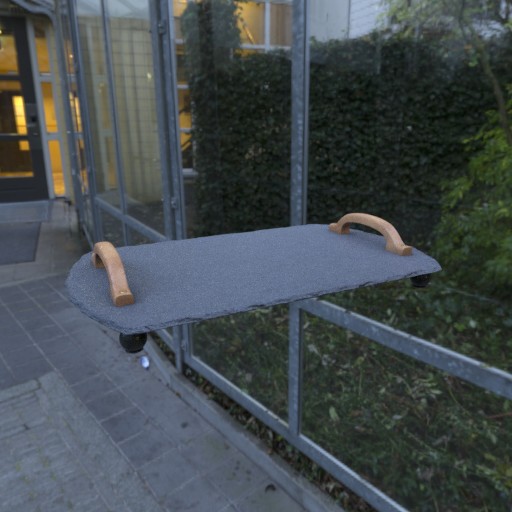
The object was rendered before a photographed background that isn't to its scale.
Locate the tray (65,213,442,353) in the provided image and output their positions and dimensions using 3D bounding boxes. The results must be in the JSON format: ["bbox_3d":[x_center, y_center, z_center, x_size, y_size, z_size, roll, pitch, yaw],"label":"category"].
[{"bbox_3d":[0.000,0.000,0.485,0.387,0.062,0.231,-8,19,-26],"label":"tray"}]
